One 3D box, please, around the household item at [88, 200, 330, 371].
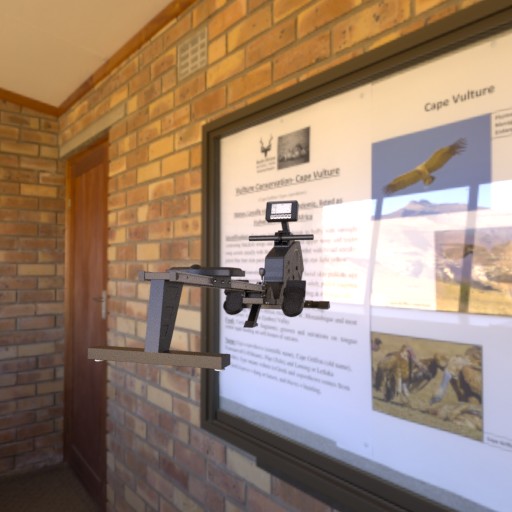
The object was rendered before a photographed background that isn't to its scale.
[{"bbox_3d":[0.000,0.000,2.587,0.521,0.810,2.251,0,-2,19],"label":"household item"}]
